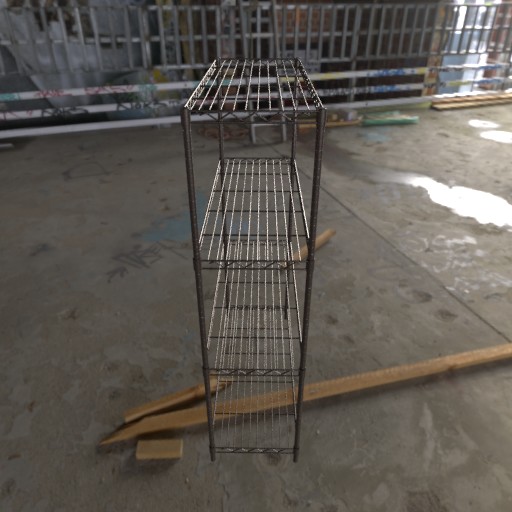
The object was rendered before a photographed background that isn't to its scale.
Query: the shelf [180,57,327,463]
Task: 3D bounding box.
[{"bbox_3d":[0.000,0.000,1.785,0.352,1.361,0.907,0,31,1],"label":"shelf"}]
